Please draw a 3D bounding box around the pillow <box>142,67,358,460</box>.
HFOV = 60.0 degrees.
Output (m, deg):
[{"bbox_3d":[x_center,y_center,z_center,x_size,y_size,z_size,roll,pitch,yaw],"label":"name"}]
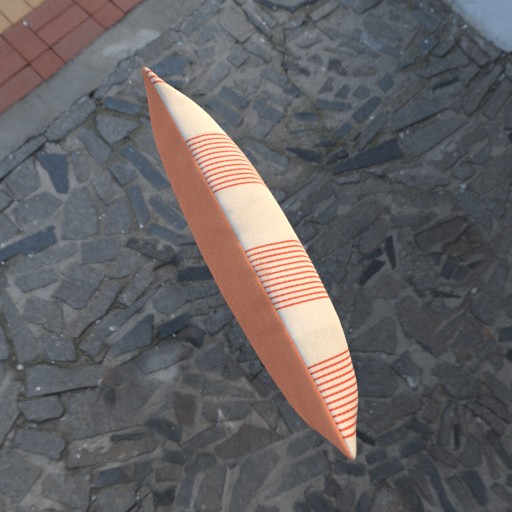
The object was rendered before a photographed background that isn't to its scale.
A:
[{"bbox_3d":[0.000,0.000,0.728,0.156,0.292,0.608,-27,77,-7],"label":"pillow"}]
